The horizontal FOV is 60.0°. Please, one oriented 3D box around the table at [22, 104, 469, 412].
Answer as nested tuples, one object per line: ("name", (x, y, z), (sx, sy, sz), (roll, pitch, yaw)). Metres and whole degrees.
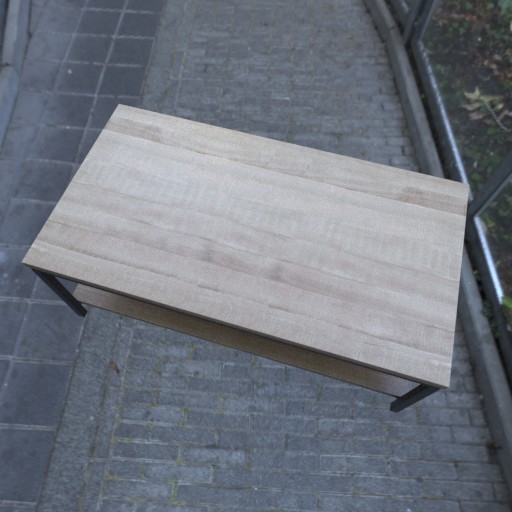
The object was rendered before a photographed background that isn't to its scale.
("table", (0.000, 0.000, 1.346), (1.062, 0.393, 0.574), (15, 63, 8))
